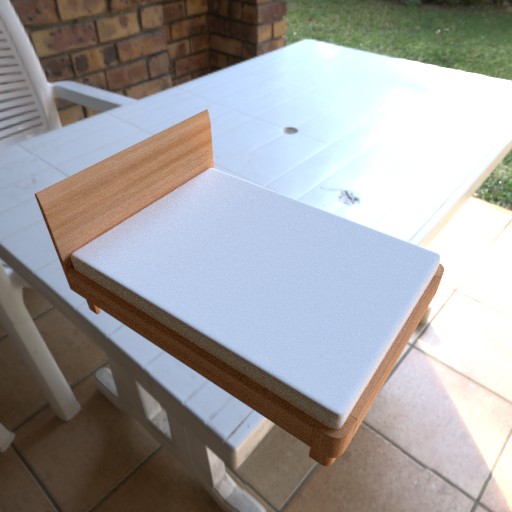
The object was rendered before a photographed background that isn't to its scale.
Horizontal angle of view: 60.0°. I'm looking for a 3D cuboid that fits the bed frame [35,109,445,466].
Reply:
[{"bbox_3d":[0.000,0.000,2.786,1.992,0.940,1.472,25,46,26],"label":"bed frame"}]
